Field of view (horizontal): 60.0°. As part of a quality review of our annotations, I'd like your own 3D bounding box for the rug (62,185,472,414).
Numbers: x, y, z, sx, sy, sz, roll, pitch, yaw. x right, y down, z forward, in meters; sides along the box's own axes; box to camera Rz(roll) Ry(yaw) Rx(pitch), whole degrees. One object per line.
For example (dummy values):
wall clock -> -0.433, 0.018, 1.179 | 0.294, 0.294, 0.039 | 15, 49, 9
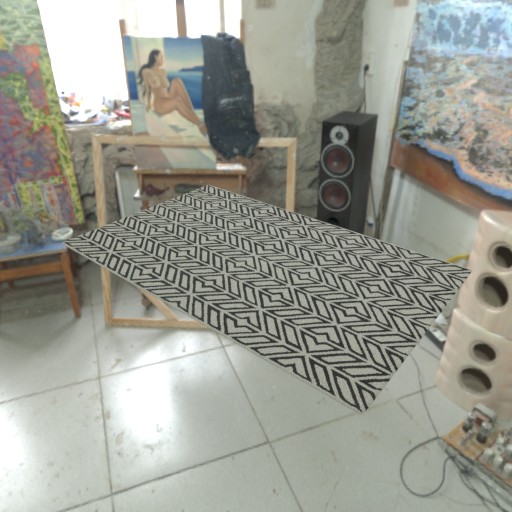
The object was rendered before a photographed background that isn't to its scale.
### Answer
rug -> 0.000, 0.000, 3.076 | 2.438, 0.008, 1.523 | 22, 37, 33
